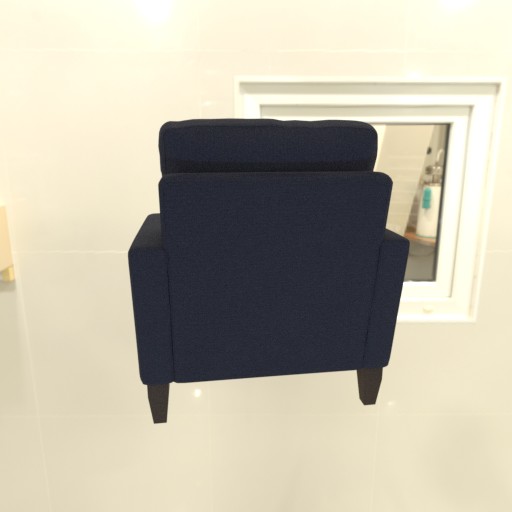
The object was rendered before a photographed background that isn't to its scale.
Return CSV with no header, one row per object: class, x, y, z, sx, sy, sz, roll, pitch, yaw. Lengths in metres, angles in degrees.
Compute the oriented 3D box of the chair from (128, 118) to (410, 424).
chair,0.000,0.000,1.719,0.855,0.991,0.897,-2,14,-8
